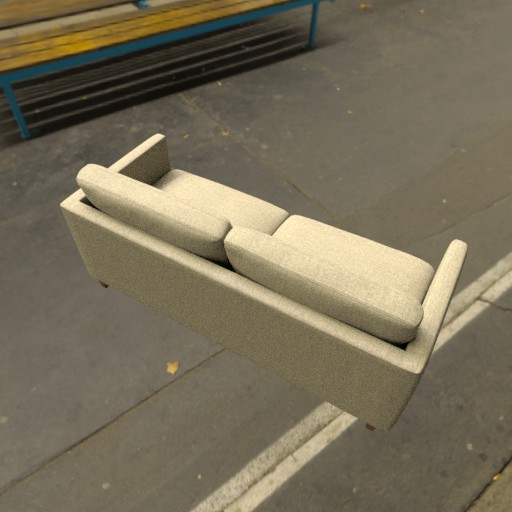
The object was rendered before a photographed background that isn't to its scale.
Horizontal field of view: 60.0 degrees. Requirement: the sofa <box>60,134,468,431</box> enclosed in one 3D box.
[{"bbox_3d":[0.000,0.000,2.728,2.208,0.960,0.956,23,51,20],"label":"sofa"}]
